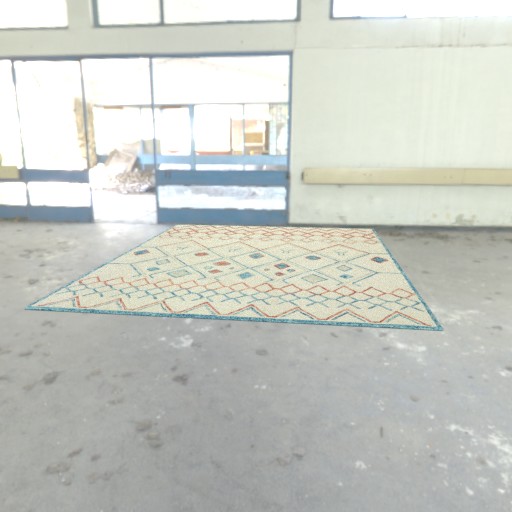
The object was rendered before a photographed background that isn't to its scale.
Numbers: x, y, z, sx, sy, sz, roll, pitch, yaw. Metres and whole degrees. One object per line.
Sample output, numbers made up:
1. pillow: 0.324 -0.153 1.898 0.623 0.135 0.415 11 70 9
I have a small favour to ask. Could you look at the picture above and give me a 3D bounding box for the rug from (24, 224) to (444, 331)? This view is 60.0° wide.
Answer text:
1. rug: 0.000 0.000 3.995 2.441 0.016 3.050 2 14 7
